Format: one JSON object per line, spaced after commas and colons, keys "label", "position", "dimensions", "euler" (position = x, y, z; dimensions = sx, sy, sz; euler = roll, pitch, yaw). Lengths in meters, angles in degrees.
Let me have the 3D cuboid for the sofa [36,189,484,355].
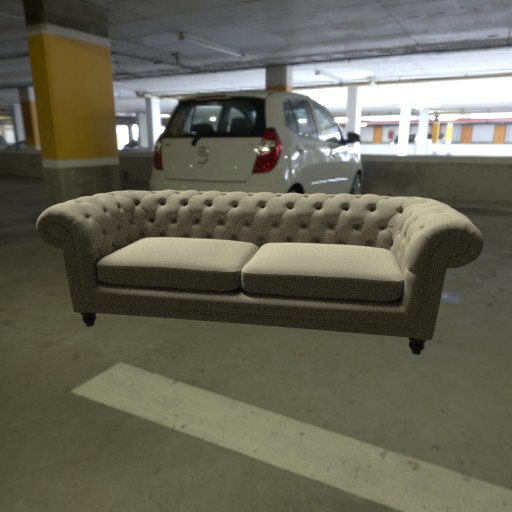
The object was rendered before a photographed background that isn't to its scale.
{"label": "sofa", "position": [0.000, 0.000, 2.816], "dimensions": [2.411, 0.749, 0.991], "euler": [3, 15, 11]}
